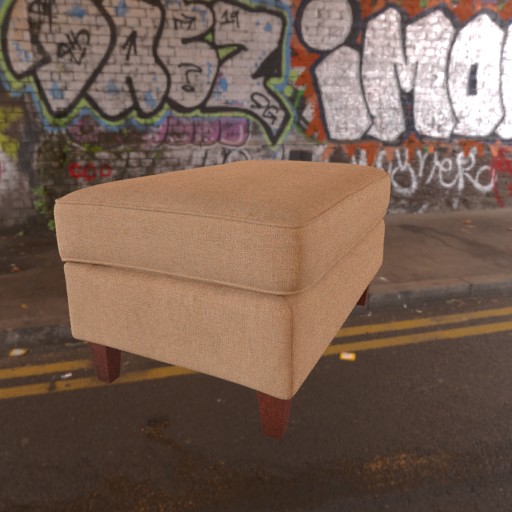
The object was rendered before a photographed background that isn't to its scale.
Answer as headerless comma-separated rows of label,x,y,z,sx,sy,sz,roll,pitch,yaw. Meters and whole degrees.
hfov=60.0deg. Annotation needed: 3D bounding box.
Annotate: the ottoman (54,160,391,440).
ottoman,0.000,0.000,1.238,0.583,0.484,0.862,8,18,25
